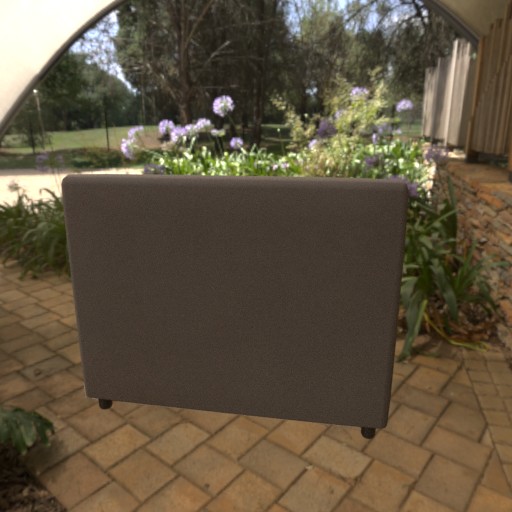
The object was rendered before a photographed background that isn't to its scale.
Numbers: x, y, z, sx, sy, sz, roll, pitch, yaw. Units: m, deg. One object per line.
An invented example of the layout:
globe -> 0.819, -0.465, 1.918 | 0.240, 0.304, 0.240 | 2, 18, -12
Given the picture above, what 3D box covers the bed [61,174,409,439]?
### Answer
bed -> 0.000, 0.000, 3.204 | 1.723, 1.330, 2.142 | 3, 16, 10
